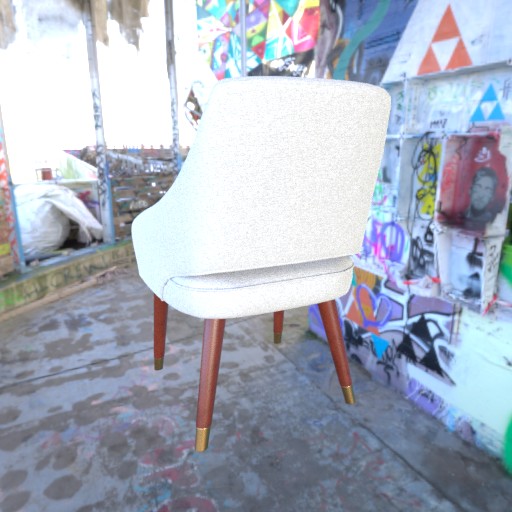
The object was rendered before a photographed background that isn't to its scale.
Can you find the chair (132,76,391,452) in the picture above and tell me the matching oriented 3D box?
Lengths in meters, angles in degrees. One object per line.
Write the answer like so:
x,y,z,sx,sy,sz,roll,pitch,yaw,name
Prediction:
0.000,0.000,1.272,0.609,0.889,0.600,-7,16,-25,chair
